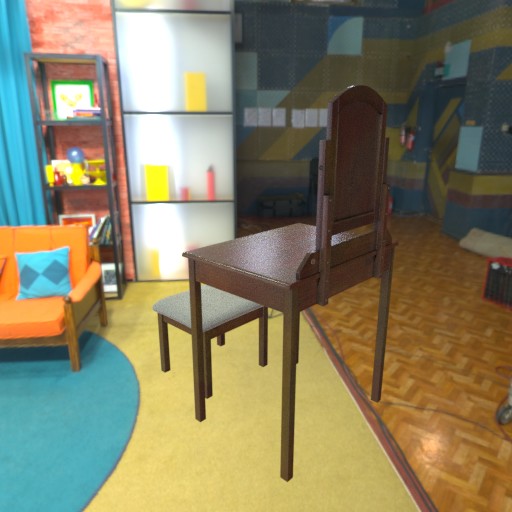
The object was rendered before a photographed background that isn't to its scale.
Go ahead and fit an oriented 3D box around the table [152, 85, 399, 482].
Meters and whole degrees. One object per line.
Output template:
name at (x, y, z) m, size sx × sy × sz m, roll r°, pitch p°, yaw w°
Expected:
table at (0.000, 0.000, 2.349) m, size 1.211 × 1.631 × 0.876 m, roll 15°, pitch 22°, yaw 41°
